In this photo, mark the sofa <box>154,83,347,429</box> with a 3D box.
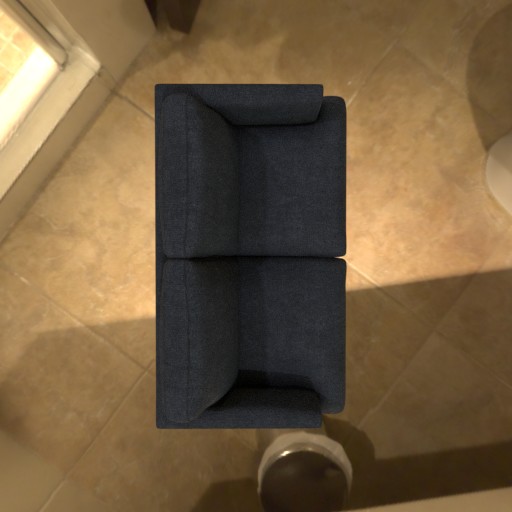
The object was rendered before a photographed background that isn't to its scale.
[{"bbox_3d":[0.000,0.000,2.193,0.903,0.944,1.582,0,91,0],"label":"sofa"}]
